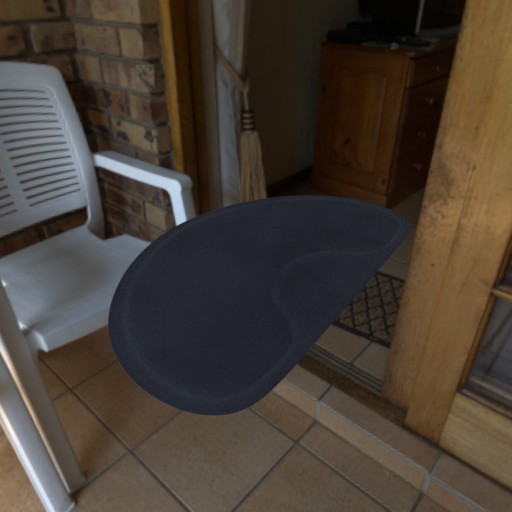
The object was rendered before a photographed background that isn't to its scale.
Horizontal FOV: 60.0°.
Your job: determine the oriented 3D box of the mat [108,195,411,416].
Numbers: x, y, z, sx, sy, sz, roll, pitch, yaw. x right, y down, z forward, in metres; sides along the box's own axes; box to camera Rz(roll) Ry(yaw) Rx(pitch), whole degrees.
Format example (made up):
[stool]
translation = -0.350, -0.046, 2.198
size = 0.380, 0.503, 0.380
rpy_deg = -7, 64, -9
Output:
[mat]
translation = 0.000, 0.000, 1.849
size = 0.913, 0.013, 1.524
rpy_deg = 21, 38, 30
